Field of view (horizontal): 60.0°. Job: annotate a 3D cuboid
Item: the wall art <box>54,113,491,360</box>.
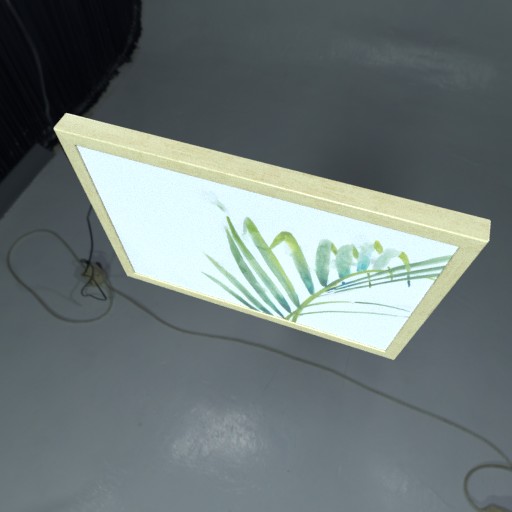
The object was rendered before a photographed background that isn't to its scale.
[{"bbox_3d":[0.000,0.000,0.685,0.533,0.381,0.032,16,59,10],"label":"wall art"}]
